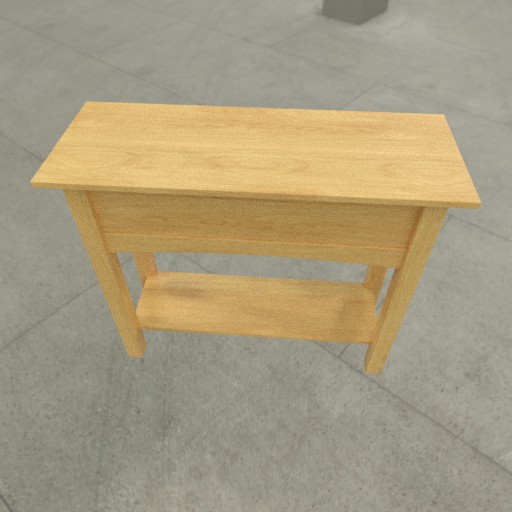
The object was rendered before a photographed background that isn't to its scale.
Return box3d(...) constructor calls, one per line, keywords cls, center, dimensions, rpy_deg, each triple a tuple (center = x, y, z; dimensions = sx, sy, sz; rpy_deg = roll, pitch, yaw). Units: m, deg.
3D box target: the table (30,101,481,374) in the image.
box3d(cls="table", center=(0.000, 0.000, 1.259), dimensions=(0.900, 0.728, 0.340), rpy_deg=(3, 47, 3))
